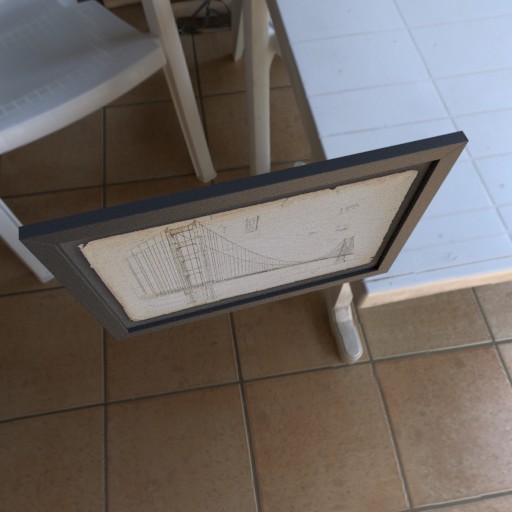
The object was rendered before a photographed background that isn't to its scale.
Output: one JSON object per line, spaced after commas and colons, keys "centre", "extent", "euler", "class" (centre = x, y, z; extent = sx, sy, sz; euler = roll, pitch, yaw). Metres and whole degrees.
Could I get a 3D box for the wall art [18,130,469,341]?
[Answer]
{"centre": [0.000, 0.000, 0.551], "extent": [0.432, 0.306, 0.016], "euler": [-13, 64, -7], "class": "wall art"}
